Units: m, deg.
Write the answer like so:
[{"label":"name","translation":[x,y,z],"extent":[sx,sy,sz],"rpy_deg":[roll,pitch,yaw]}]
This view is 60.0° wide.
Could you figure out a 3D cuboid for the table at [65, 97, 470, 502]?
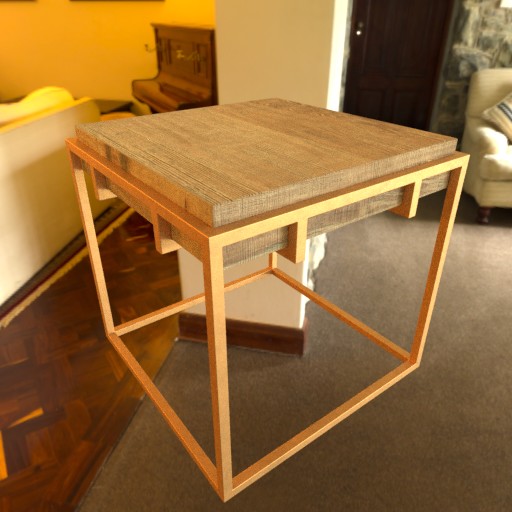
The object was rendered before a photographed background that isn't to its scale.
[{"label":"table","translation":[0.000,0.000,1.048],"extent":[0.599,0.584,0.599],"rpy_deg":[-20,35,-32]}]
